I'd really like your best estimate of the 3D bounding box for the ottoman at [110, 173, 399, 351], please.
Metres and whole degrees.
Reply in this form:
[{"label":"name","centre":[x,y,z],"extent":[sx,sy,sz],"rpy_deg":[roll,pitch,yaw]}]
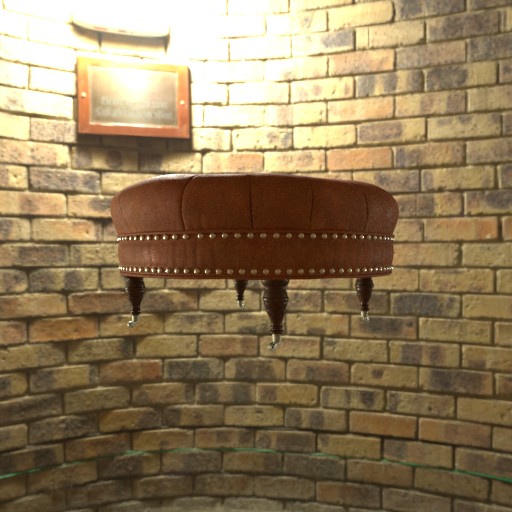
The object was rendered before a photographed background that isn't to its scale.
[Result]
[{"label":"ottoman","centre":[0.000,0.000,1.433],"extent":[0.901,0.444,0.901],"rpy_deg":[0,0,0]}]
